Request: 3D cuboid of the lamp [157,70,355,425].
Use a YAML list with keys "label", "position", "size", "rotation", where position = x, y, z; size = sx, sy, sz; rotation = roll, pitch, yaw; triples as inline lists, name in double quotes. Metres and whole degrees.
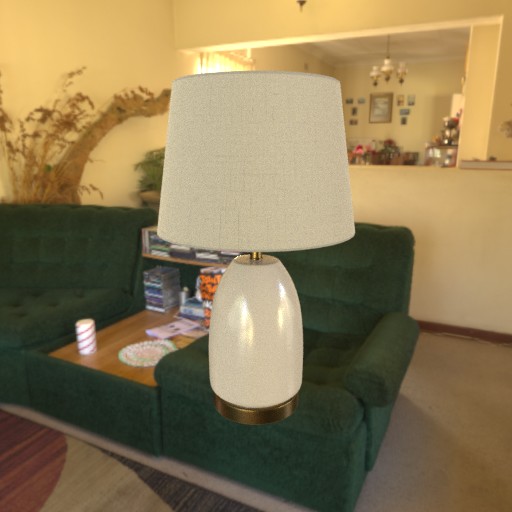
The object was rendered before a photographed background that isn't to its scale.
- label: "lamp"
  position: [0.000, 0.000, 0.663]
  size: [0.285, 0.483, 0.285]
  rotation: [0, 14, 0]
